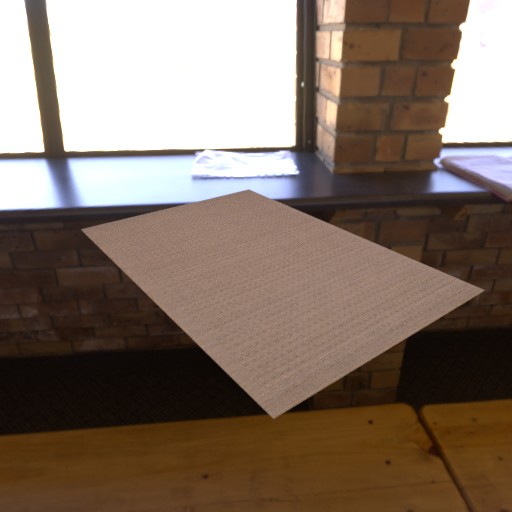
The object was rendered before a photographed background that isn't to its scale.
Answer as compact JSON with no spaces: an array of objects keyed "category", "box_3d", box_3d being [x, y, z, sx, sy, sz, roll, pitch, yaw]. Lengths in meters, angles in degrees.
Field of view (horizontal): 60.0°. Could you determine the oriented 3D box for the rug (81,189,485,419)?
[{"category":"rug","box_3d":[0.000,0.000,3.721,1.981,0.006,2.895,-19,32,-33]}]
